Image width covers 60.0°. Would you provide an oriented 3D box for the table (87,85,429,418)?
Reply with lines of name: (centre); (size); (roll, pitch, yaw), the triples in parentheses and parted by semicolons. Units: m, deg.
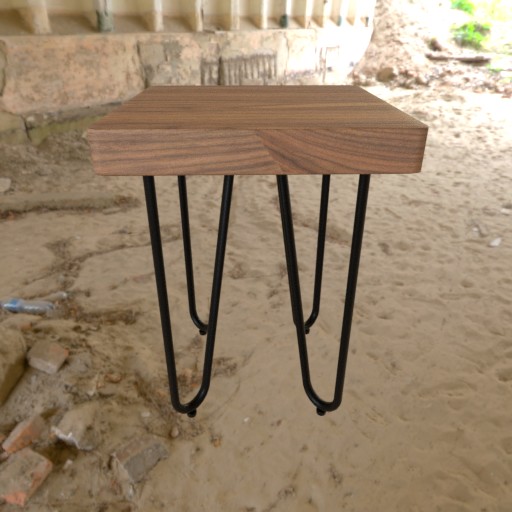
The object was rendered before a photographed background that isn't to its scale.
table: (0.000, 0.000, 0.963); (0.480, 0.641, 0.479); (0, 28, -1)
